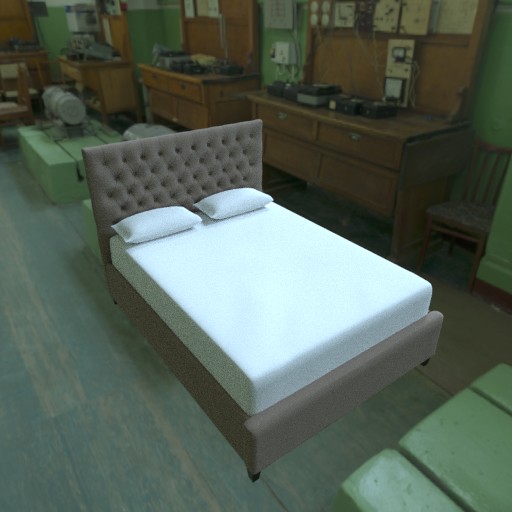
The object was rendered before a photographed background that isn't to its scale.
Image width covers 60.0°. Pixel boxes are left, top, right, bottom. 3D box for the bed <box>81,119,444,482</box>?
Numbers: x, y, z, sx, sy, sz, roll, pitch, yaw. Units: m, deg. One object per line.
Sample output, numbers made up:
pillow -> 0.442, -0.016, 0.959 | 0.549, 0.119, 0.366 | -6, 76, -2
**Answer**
bed -> 0.000, 0.000, 3.341 | 1.696, 1.426, 2.233 | -20, 35, -31
